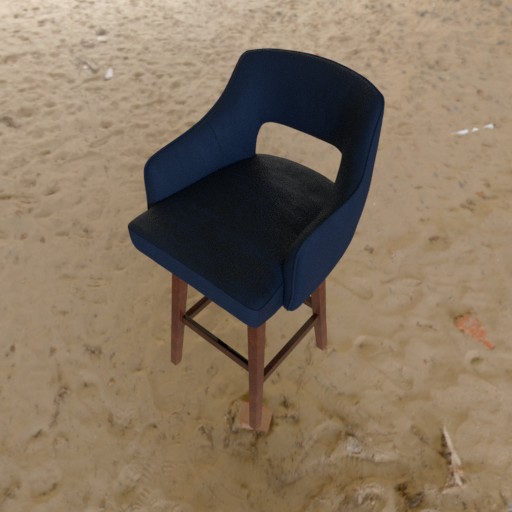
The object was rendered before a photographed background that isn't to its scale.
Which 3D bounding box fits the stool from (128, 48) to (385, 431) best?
[{"bbox_3d":[0.000,0.000,1.366,0.550,1.041,0.560,31,53,26],"label":"stool"}]
